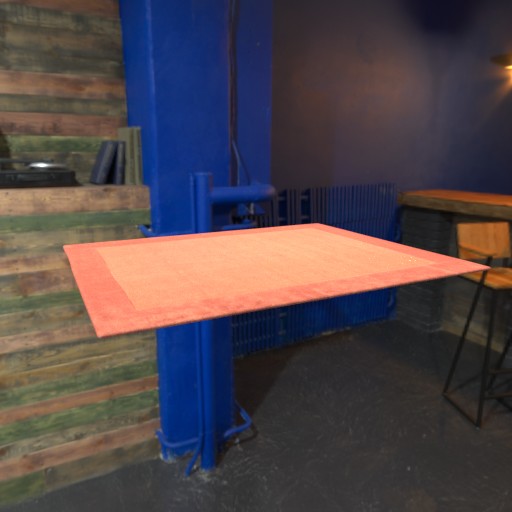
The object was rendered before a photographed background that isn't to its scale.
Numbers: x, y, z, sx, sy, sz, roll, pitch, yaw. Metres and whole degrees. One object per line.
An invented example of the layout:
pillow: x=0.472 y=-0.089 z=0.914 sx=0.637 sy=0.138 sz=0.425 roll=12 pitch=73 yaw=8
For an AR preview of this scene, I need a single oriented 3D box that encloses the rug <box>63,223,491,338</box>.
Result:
rug: x=0.000 y=0.000 z=3.898 sx=2.976 sy=0.018 sz=2.430 roll=-7 pitch=15 yaw=-26
